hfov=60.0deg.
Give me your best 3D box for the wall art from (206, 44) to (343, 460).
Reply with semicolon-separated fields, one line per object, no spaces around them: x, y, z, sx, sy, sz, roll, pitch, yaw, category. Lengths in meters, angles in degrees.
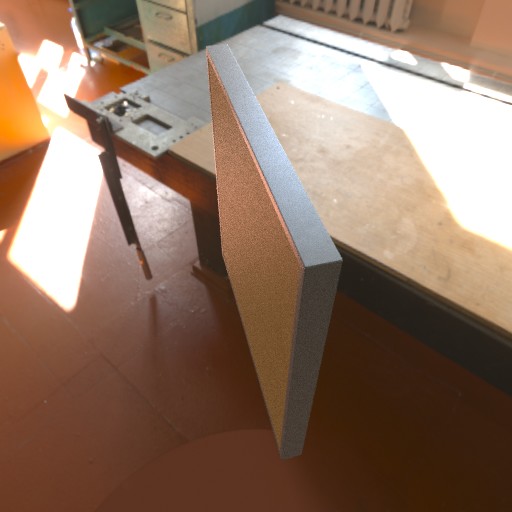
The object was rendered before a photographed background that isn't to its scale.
0.000;0.000;0.521;0.028;0.349;0.349;-11;48;-10;wall art
